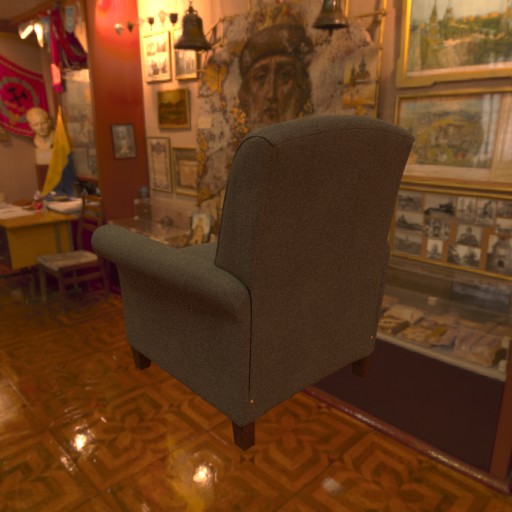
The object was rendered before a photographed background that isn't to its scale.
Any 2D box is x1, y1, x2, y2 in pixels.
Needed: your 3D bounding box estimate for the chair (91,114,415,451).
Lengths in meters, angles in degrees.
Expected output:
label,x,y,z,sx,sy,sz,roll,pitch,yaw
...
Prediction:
label,x,y,z,sx,sy,sz,roll,pitch,yaw
chair,0.000,0.000,1.776,0.978,1.061,0.905,-14,21,-40
